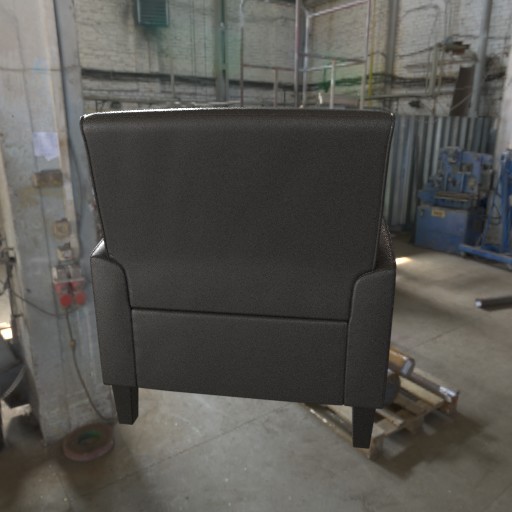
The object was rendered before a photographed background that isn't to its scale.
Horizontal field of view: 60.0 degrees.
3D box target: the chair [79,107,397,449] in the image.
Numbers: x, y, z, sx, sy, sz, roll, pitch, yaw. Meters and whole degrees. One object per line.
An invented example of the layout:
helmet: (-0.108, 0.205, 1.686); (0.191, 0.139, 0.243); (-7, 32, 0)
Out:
chair: (0.000, 0.000, 1.501); (0.820, 0.916, 0.819); (2, 16, 8)
